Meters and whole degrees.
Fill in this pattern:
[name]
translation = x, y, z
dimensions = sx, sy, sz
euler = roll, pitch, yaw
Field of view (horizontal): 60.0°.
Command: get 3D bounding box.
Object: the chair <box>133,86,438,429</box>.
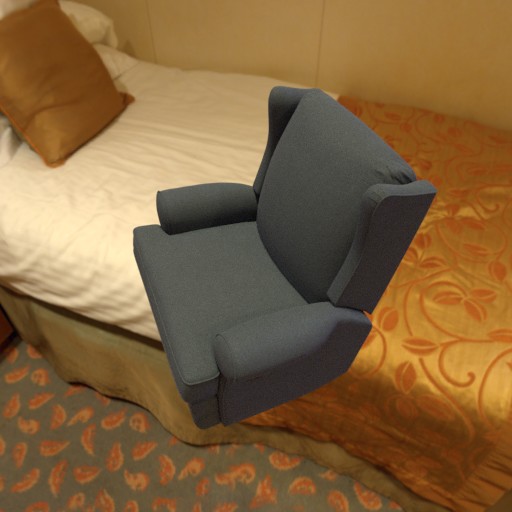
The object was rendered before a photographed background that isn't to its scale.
[chair]
translation = 0.000, 0.000, 1.750
dimensions = 0.877, 1.020, 0.971
euler = -17, 48, -16
